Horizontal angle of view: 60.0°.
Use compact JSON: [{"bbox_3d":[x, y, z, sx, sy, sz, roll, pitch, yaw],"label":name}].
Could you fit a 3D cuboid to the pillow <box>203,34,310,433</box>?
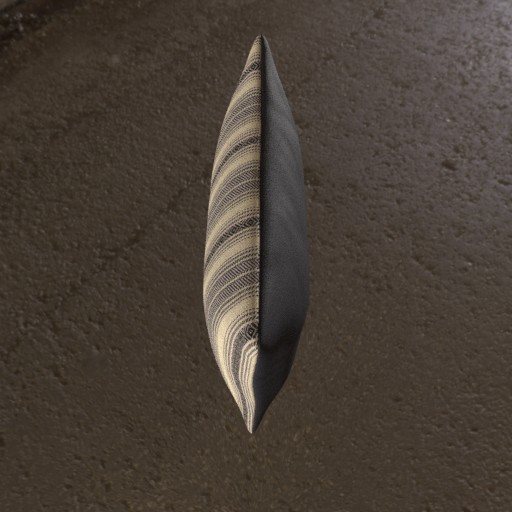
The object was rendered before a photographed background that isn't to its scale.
[{"bbox_3d":[0.000,0.000,0.781,0.166,0.508,0.520,1,58,0],"label":"pillow"}]
